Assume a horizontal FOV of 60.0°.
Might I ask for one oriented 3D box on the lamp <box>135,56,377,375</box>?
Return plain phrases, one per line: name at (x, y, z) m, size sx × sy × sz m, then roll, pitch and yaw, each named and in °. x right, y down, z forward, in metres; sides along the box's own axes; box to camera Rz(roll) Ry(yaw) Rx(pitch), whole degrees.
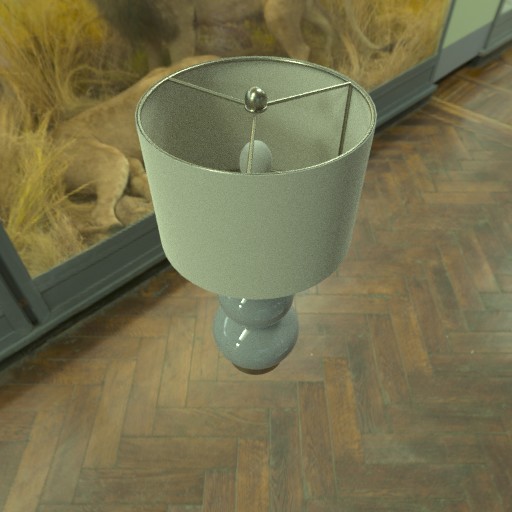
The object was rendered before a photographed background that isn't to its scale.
lamp at (0.000, 0.000, 0.928) m, size 0.367 × 0.730 × 0.367 m, roll 11°, pitch 47°, yaw 10°
